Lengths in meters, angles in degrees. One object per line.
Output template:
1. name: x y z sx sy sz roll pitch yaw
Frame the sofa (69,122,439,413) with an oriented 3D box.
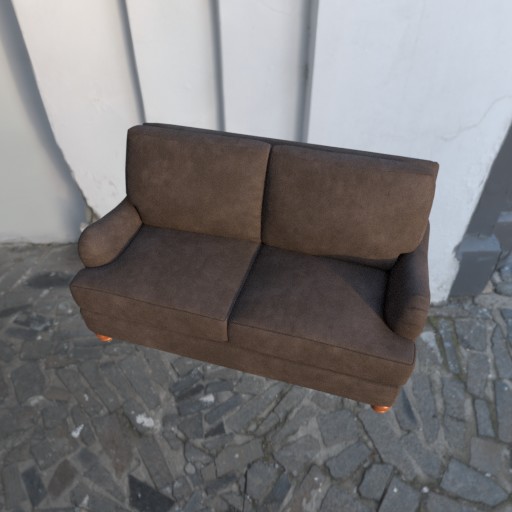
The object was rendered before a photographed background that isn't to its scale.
1. sofa: 0.000 0.000 2.537 1.853 1.101 1.084 11 43 12
